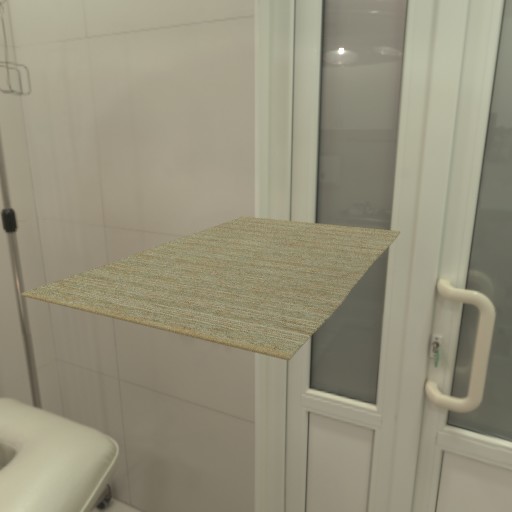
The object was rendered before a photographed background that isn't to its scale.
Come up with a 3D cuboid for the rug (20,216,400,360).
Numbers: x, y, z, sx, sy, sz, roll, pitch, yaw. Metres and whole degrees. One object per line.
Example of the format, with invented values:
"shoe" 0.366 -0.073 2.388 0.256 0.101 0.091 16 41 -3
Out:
"rug" 0.000 0.000 3.039 1.540 0.012 2.448 8 18 26
